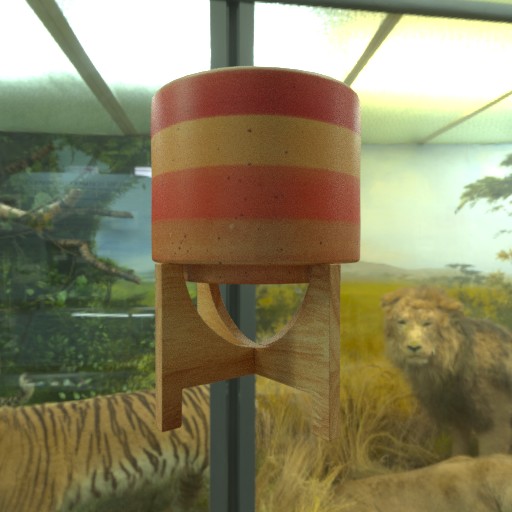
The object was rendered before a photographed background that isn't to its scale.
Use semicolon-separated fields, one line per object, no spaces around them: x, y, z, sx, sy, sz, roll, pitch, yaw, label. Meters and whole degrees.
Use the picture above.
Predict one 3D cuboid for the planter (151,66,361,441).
0.000;0.000;0.563;0.269;0.379;0.269;0;1;0;planter
